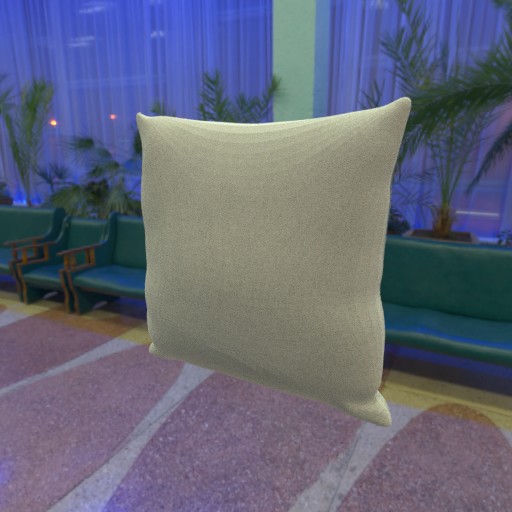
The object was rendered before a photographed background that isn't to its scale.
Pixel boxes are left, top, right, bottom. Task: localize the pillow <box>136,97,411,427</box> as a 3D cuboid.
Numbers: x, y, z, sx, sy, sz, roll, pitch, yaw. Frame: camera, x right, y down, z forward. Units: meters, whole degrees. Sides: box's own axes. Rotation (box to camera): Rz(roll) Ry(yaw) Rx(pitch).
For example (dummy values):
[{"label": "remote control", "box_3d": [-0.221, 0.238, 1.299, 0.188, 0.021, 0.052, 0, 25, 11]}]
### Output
[{"label": "pillow", "box_3d": [0.000, 0.000, 0.675, 0.440, 0.441, 0.182, 8, 17, 27]}]
